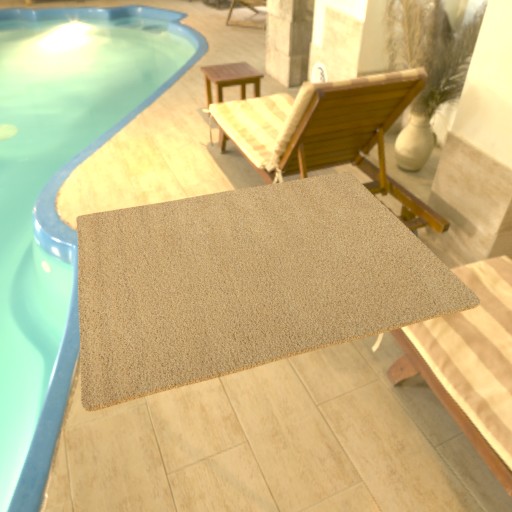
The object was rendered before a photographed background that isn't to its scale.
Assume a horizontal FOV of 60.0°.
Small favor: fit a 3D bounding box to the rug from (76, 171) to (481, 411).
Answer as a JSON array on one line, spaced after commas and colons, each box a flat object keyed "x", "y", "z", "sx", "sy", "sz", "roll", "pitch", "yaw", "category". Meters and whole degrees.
[{"x": 0.000, "y": 0.000, "z": 2.092, "sx": 1.600, "sy": 0.025, "sz": 1.199, "roll": -12, "pitch": 40, "yaw": -14, "category": "rug"}]
